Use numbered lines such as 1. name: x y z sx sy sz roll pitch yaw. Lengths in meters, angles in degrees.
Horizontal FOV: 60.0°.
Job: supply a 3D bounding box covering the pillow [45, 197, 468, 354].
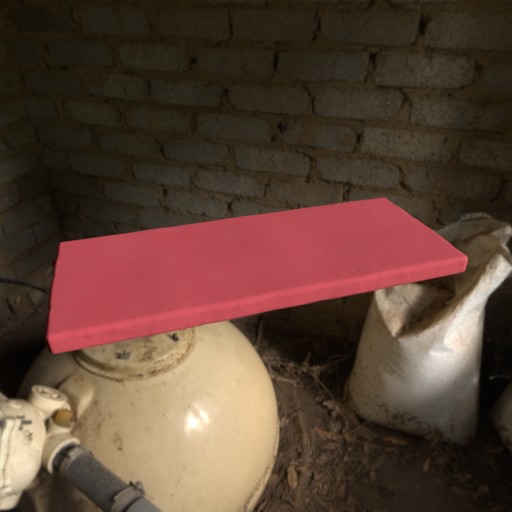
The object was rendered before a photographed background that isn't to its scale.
1. pillow: 0.000 0.000 1.342 1.187 0.081 0.492 -9 33 -15
